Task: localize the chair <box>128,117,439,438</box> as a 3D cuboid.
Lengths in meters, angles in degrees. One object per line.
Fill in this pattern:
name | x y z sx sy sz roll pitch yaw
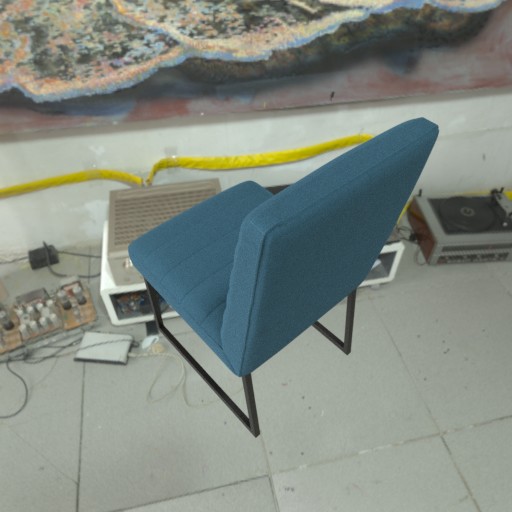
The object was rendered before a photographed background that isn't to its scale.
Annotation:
chair | 0.000 0.000 1.294 0.520 0.930 0.634 -33 54 -28
